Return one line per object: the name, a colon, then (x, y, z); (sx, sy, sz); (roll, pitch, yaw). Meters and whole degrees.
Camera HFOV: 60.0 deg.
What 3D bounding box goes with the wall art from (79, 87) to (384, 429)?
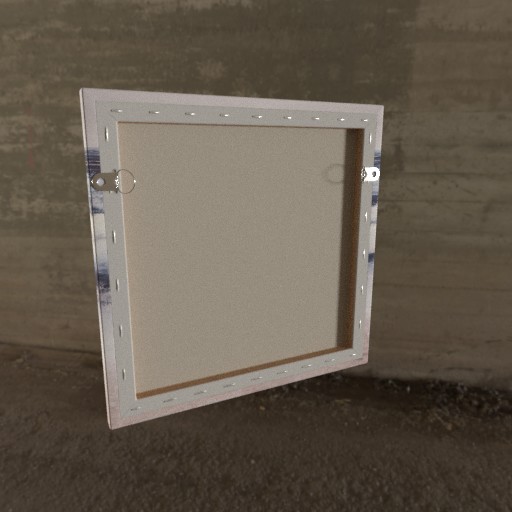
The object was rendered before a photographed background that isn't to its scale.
wall art: (0.000, 0.000, 1.104); (0.755, 0.747, 0.065); (-6, 15, -26)
